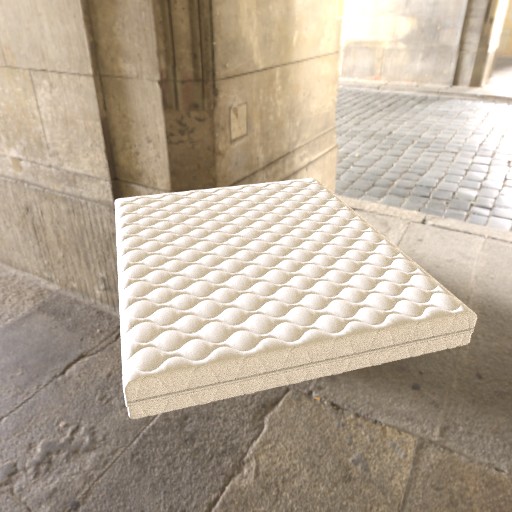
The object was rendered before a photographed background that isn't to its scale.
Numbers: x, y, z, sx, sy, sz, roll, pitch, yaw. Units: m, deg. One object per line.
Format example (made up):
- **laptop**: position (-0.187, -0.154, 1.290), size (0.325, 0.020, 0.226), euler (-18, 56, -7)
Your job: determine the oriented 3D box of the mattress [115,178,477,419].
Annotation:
- **mattress**: position (0.000, 0.000, 2.675), size (1.600, 0.200, 1.900), euler (-8, 31, -14)
